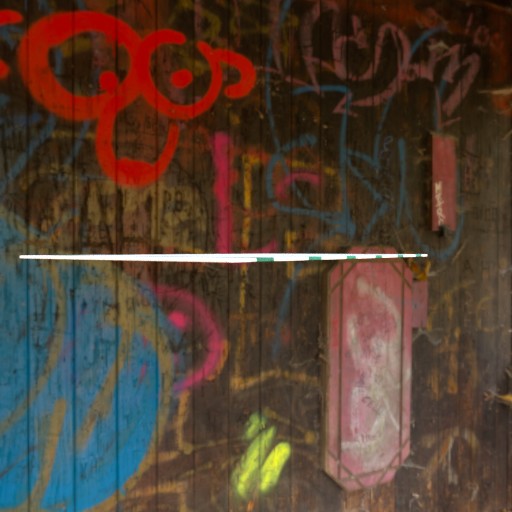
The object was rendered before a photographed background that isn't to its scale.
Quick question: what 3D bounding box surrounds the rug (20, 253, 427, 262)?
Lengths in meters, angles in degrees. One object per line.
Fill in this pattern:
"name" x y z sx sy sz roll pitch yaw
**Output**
"rug" 0.000 0.000 2.300 1.210 0.012 1.829 0 1 37
